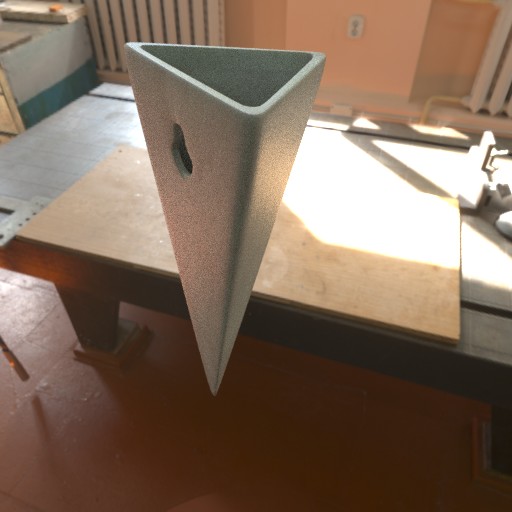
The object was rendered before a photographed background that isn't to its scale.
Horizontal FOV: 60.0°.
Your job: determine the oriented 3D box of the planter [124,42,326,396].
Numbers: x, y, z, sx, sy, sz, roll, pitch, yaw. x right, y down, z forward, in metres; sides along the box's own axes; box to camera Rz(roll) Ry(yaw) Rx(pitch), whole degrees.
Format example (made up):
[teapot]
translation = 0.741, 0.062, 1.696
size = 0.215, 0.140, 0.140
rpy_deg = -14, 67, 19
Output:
[planter]
translation = 0.000, 0.000, 0.261
size = 0.081, 0.224, 0.101
rpy_deg = -25, 47, -27
